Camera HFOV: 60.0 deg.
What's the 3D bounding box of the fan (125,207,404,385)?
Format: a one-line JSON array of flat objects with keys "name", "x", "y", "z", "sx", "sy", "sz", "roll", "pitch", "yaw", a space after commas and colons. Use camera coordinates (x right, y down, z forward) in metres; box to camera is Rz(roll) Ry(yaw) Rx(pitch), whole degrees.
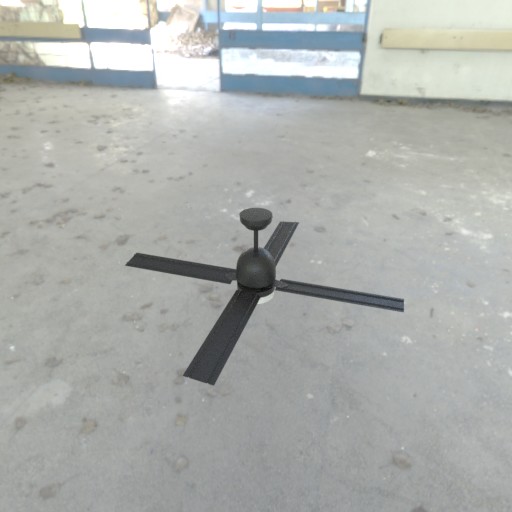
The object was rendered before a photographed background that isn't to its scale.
[{"name": "fan", "x": 0.000, "y": 0.000, "z": 1.989, "sx": 1.319, "sy": 0.410, "sz": 1.319, "roll": 8, "pitch": 31, "yaw": 14}]
